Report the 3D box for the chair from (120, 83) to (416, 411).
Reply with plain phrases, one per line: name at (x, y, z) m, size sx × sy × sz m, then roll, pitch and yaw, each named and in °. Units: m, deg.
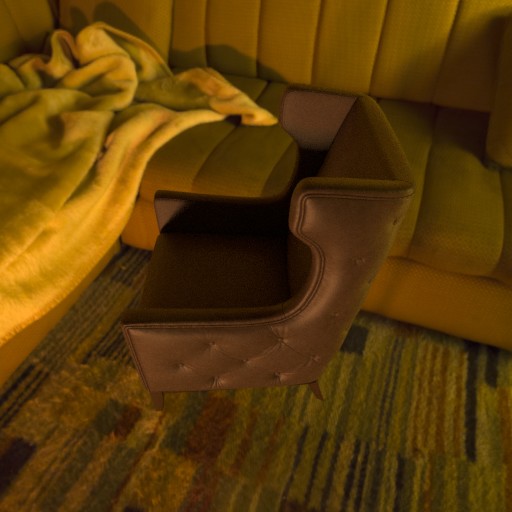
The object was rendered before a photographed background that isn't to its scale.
chair at (0.000, 0.000, 1.708) m, size 0.899 × 1.079 × 0.769 m, roll 0°, pitch 43°, yaw 0°
